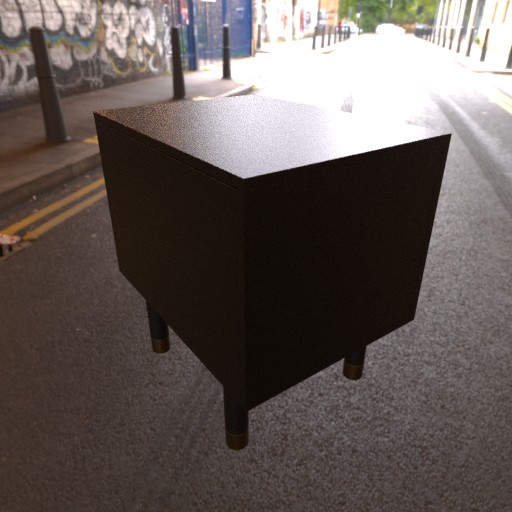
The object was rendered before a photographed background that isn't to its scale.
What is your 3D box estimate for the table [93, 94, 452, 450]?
[{"bbox_3d":[0.000,0.000,0.980,0.441,0.584,0.564,-18,33,-31],"label":"table"}]
